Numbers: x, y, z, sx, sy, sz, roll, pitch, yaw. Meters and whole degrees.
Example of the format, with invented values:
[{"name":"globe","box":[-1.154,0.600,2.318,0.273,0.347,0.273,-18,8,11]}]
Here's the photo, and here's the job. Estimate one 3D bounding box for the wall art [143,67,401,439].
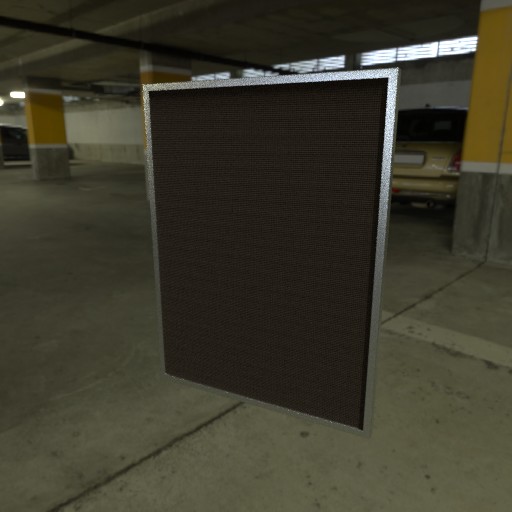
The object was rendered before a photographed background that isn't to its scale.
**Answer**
[{"name":"wall art","box":[0.000,0.000,1.412,0.801,1.062,0.037,7,17,25]}]
